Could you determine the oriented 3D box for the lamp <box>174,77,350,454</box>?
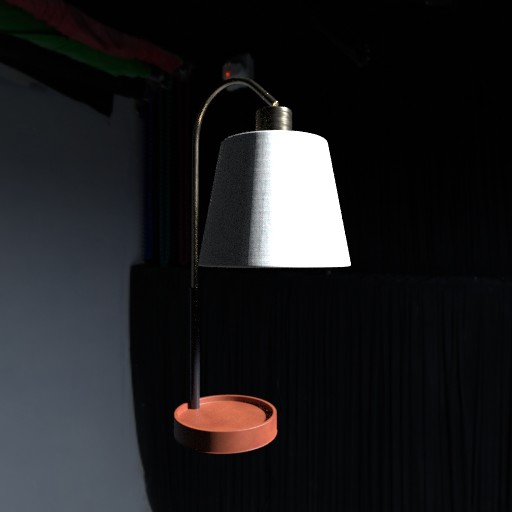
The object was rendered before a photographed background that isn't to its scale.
[{"bbox_3d":[0.000,0.000,0.642,0.273,0.536,0.211,0,0,37],"label":"lamp"}]
